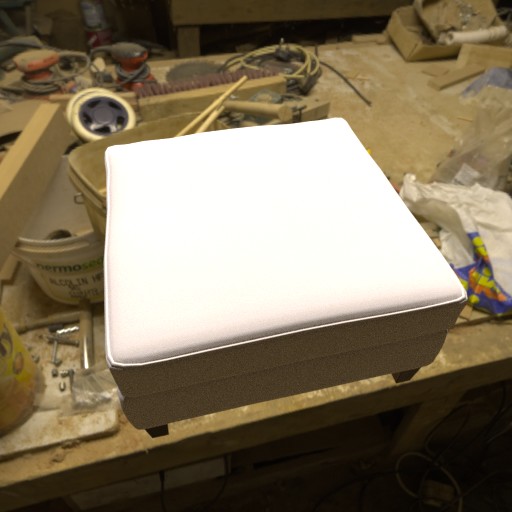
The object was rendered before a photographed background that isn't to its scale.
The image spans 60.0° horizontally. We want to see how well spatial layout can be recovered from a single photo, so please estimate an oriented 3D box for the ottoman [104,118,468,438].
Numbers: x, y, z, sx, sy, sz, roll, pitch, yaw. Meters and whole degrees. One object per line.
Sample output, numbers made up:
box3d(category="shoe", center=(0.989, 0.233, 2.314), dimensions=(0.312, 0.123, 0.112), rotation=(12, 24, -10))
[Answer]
box3d(category="ottoman", center=(0.000, 0.000, 1.350), dimensions=(0.838, 0.479, 0.838), rotation=(-10, 47, -9))
